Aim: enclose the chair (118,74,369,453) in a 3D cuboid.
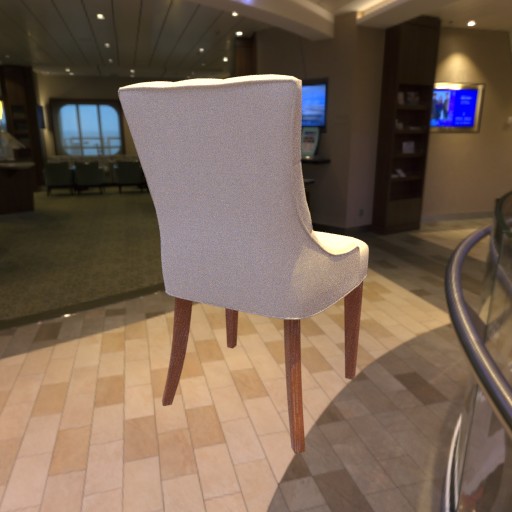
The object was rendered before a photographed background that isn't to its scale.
[{"bbox_3d":[0.000,0.000,1.229,0.509,0.874,0.565,8,18,27],"label":"chair"}]
